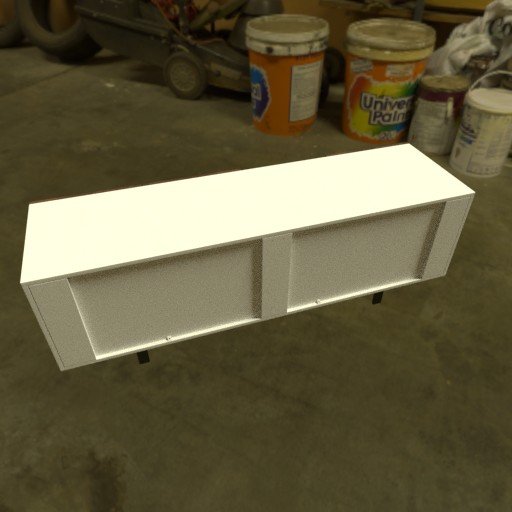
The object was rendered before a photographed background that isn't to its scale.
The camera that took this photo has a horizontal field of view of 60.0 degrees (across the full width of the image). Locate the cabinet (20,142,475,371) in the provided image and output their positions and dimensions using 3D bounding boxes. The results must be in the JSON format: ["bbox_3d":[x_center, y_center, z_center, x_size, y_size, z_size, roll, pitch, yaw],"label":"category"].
[{"bbox_3d":[0.000,0.000,1.718,1.499,0.533,0.431,-12,41,-14],"label":"cabinet"}]
